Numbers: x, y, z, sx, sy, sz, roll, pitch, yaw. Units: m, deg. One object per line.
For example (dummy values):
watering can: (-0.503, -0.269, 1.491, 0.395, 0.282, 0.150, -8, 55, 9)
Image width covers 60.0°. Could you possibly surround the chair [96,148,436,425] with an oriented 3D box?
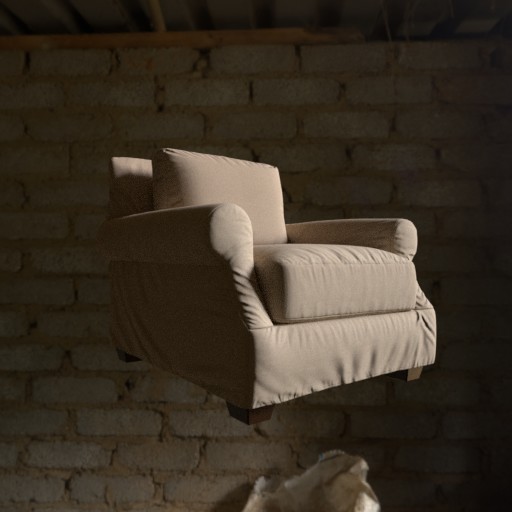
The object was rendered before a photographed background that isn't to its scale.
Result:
chair: (0.000, 0.000, 1.711, 0.940, 0.866, 1.066, 0, -1, -37)
